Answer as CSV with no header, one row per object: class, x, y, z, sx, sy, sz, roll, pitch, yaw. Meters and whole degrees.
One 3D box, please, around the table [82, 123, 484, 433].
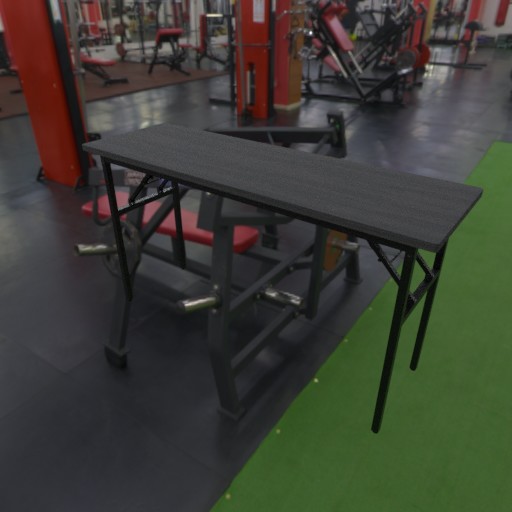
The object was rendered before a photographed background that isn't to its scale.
table,0.000,0.000,1.742,1.399,0.750,0.449,20,36,31
